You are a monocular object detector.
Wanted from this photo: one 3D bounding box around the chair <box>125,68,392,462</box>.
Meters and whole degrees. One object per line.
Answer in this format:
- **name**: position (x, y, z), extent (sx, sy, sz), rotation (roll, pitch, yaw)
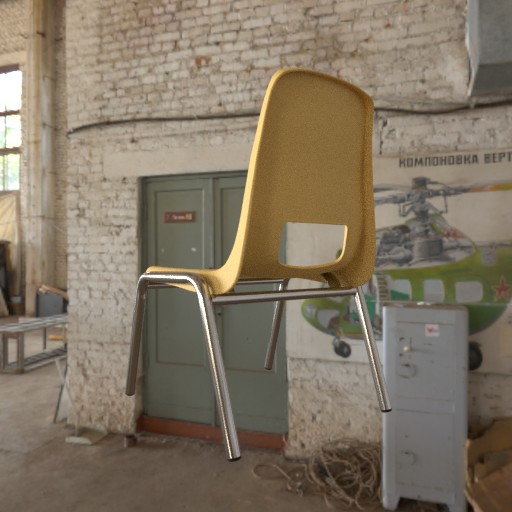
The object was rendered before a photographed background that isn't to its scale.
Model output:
- **chair**: position (0.000, 0.000, 0.804), extent (0.354, 0.536, 0.385), rotation (0, 0, -36)
